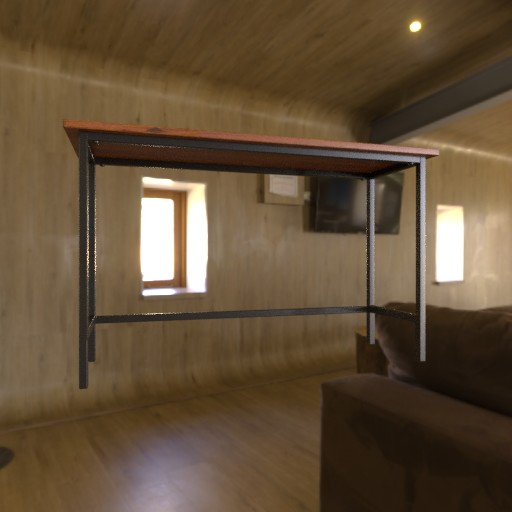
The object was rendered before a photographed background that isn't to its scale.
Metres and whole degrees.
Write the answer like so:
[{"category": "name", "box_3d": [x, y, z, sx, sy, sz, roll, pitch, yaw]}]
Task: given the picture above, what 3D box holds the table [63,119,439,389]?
[{"category": "table", "box_3d": [0.000, 0.000, 1.558, 1.204, 0.740, 0.408, 0, 0, -16]}]
